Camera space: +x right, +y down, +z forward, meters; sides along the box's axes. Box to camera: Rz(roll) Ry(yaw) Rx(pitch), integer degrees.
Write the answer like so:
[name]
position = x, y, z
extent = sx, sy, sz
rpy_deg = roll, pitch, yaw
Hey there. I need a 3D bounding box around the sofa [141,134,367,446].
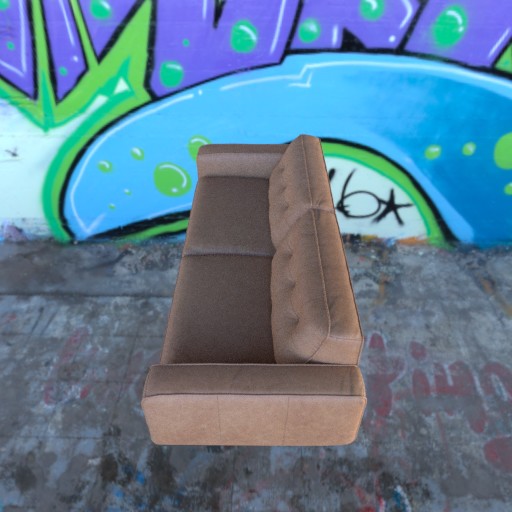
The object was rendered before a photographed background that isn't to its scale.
[sofa]
position = 0.000, 0.000, 2.777
extent = 0.953, 0.780, 2.270
rpy_deg = 0, 41, 0
